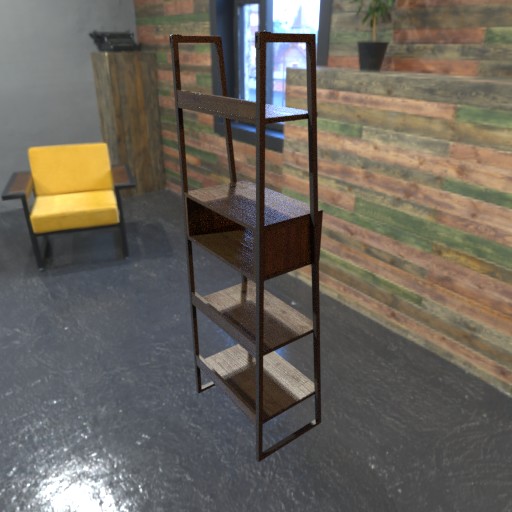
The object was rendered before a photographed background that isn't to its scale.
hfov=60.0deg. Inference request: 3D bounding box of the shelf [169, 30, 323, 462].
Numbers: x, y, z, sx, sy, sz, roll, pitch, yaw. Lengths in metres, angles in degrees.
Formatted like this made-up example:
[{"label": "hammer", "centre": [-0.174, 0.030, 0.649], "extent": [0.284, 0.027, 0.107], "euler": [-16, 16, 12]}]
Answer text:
[{"label": "shelf", "centre": [0.000, 0.000, 2.231], "extent": [0.454, 2.005, 0.652], "euler": [-18, 31, -32]}]
